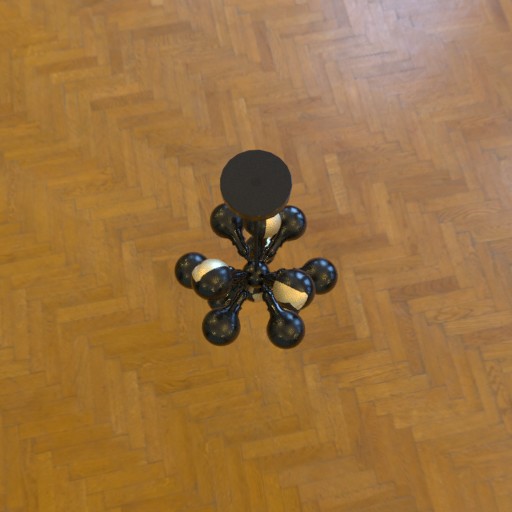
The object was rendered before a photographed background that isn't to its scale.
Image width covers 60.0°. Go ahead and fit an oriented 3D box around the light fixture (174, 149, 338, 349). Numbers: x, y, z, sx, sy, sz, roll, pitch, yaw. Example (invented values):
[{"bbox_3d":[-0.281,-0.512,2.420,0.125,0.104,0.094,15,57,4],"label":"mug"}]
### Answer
[{"bbox_3d":[0.000,0.000,1.089,0.420,0.859,0.468,32,77,8],"label":"light fixture"}]
